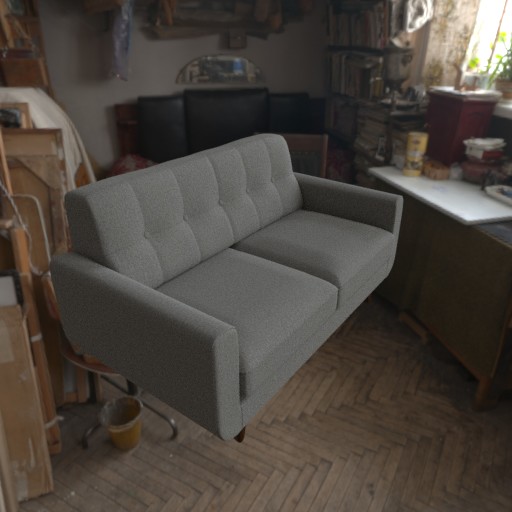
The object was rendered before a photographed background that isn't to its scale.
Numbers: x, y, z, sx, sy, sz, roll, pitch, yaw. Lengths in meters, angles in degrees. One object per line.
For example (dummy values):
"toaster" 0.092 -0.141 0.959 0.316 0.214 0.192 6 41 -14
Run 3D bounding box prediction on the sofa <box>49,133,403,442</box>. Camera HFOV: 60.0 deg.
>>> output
"sofa" 0.000 0.000 2.249 0.952 0.925 1.651 19 33 32
